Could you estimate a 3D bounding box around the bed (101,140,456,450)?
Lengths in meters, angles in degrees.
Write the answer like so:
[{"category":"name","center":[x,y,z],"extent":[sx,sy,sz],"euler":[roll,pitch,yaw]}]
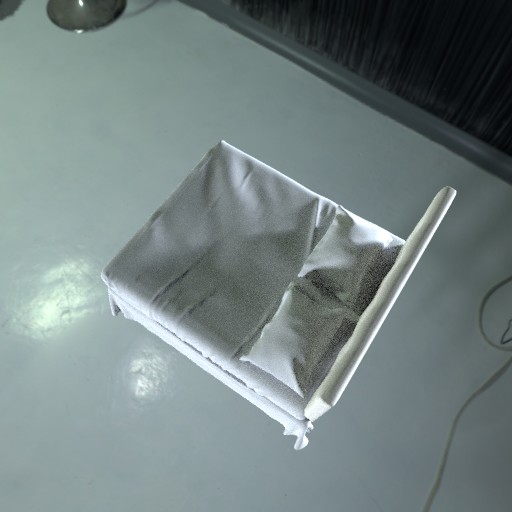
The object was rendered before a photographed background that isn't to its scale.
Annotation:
[{"category":"bed","center":[0.000,0.000,3.525],"extent":[2.222,1.577,1.936],"euler":[32,69,14]}]
